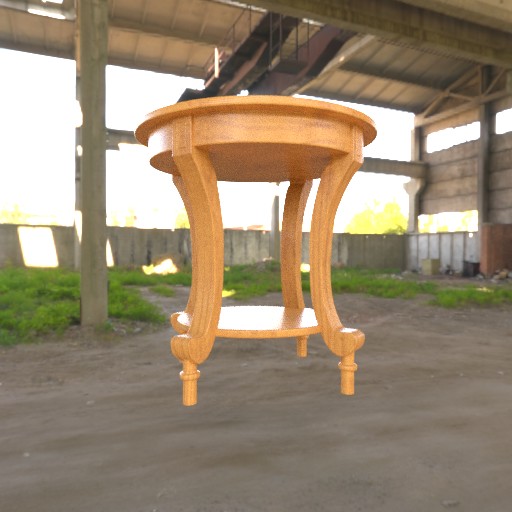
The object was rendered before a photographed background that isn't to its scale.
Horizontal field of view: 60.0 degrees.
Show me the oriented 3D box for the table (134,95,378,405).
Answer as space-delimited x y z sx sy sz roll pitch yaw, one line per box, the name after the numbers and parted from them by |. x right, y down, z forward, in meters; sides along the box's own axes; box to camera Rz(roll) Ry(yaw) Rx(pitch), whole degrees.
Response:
0.000 0.000 1.131 0.597 0.612 0.597 0 1 0 | table
